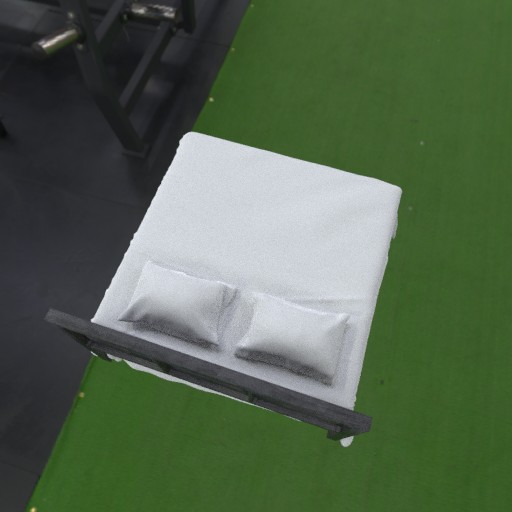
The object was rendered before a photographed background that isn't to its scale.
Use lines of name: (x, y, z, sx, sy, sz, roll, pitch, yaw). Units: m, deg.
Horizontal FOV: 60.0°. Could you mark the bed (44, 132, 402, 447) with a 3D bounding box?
bed: (0.000, 0.000, 3.504, 2.255, 1.158, 2.165, 17, 66, 8)
